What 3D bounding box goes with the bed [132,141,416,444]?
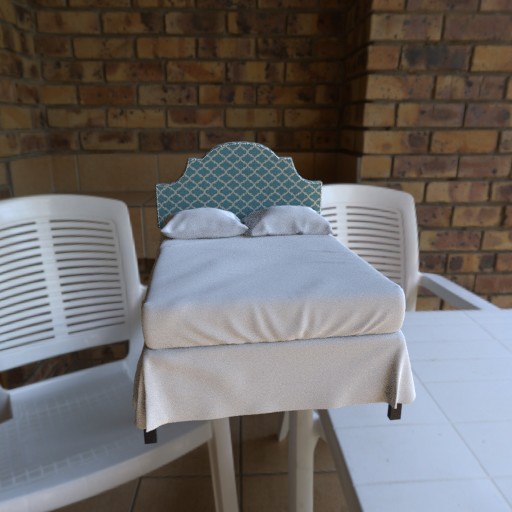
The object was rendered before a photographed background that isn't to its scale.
[{"bbox_3d":[0.000,0.000,3.397,1.780,1.633,2.222,-2,17,-8],"label":"bed"}]
